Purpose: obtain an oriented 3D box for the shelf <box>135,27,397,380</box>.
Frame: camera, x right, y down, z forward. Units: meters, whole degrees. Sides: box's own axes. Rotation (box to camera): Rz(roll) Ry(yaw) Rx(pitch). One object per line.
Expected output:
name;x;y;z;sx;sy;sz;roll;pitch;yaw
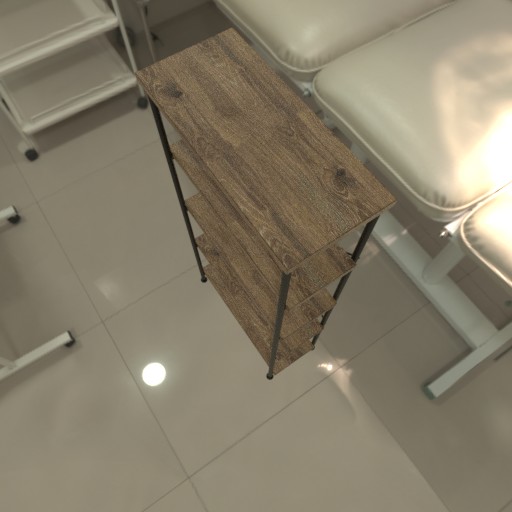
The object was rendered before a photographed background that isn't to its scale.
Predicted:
shelf;0.000;0.000;2.039;0.360;1.700;0.800;-32;69;-14
